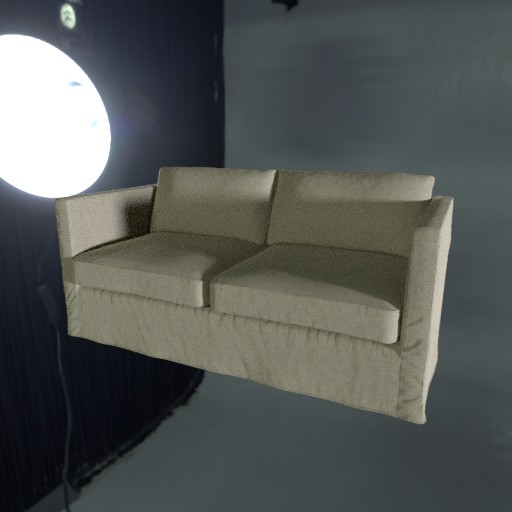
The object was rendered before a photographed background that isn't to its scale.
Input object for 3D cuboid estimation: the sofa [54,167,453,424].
[{"bbox_3d":[0.000,0.000,2.222,1.766,0.828,0.956,7,16,25],"label":"sofa"}]
